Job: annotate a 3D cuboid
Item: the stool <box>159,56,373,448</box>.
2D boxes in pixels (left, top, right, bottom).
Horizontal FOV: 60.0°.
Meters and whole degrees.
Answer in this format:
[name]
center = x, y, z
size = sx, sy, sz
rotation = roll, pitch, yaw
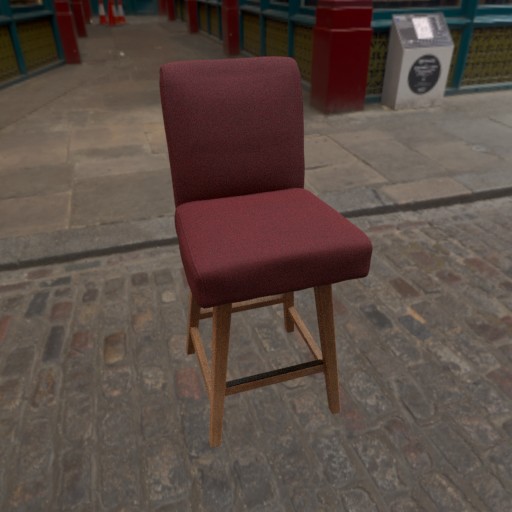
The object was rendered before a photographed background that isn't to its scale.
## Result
[stool]
center = 0.000, 0.000, 1.347
size = 0.468, 1.038, 0.562
rotation = -10, 34, -15
